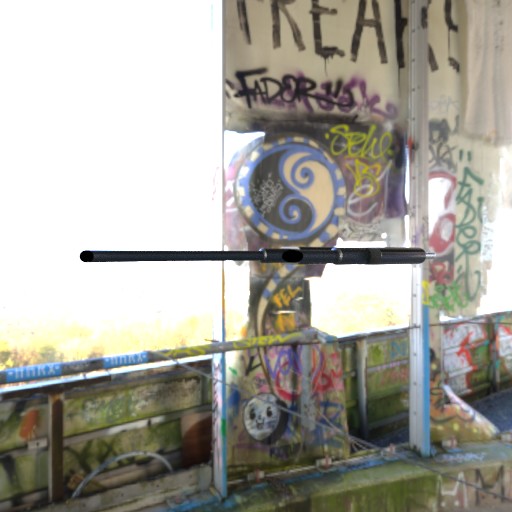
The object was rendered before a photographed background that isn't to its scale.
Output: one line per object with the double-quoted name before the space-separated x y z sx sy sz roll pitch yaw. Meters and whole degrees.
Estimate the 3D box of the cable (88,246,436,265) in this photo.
"cable" 0.000 0.000 0.112 0.098 0.006 0.040 0 0 -36
